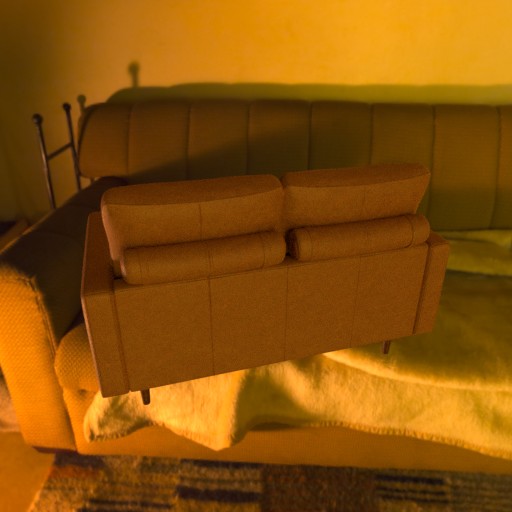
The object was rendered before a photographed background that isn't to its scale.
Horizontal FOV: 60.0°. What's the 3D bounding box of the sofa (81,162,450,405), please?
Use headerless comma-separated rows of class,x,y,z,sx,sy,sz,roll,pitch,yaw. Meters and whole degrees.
sofa,0.000,0.000,1.985,1.430,0.898,0.868,-8,27,-15
